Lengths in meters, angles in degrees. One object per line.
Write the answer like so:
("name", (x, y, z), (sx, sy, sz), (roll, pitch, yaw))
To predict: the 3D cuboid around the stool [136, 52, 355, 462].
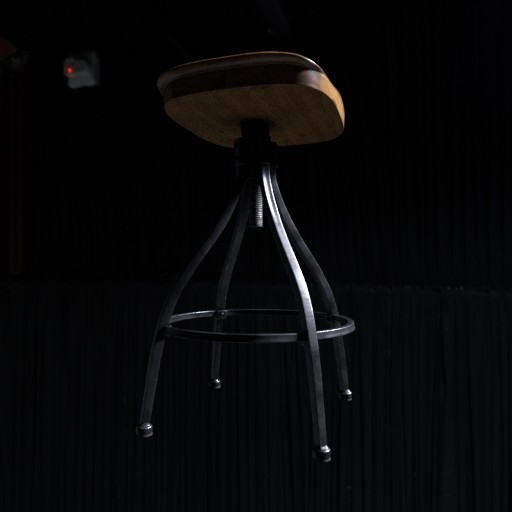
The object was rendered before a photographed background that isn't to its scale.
("stool", (0.000, 0.000, 0.974), (0.424, 0.694, 0.432), (0, -1, 18))
